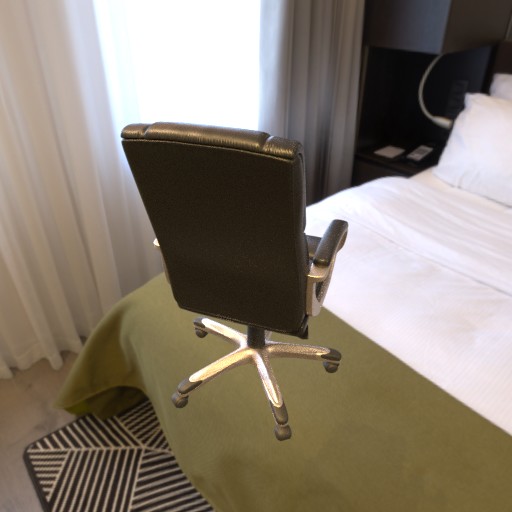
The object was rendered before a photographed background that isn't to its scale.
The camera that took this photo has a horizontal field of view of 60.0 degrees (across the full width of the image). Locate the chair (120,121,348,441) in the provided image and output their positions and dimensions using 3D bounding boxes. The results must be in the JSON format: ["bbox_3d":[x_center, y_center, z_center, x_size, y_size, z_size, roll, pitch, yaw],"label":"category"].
[{"bbox_3d":[0.000,0.000,1.644,0.700,1.145,0.780,11,34,17],"label":"chair"}]
